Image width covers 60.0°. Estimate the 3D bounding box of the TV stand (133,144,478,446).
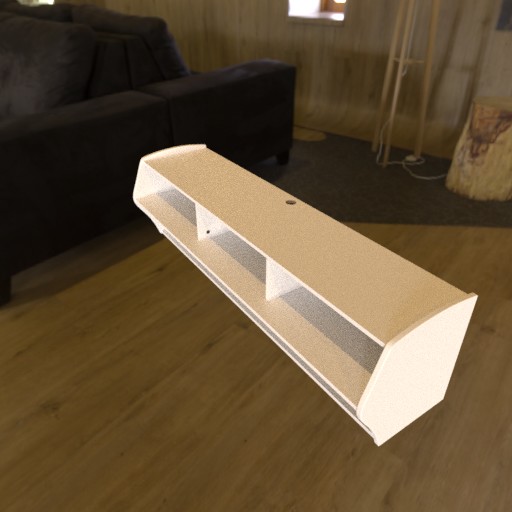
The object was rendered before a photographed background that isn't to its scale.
[{"bbox_3d":[0.000,0.000,1.678,0.397,0.424,1.473,-20,38,-28],"label":"TV stand"}]
